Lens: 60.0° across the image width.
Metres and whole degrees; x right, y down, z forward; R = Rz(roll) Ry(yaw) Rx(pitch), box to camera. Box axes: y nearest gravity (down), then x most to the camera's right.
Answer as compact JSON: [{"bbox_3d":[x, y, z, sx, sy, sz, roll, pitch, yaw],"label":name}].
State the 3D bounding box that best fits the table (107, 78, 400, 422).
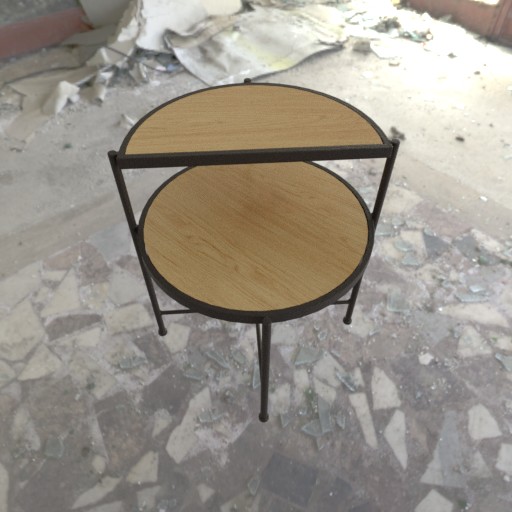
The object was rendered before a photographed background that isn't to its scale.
[{"bbox_3d":[0.000,0.000,1.186,0.629,0.684,0.628,-3,48,-3],"label":"table"}]
